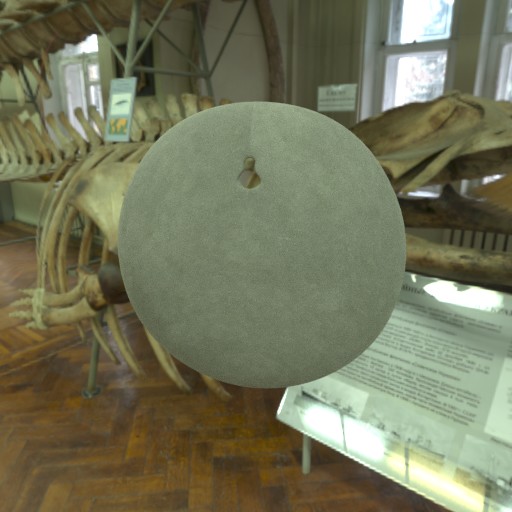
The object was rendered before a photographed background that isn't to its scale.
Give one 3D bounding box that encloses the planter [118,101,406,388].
[{"bbox_3d":[0.000,0.000,0.285,0.185,0.188,0.071,3,17,8],"label":"planter"}]
